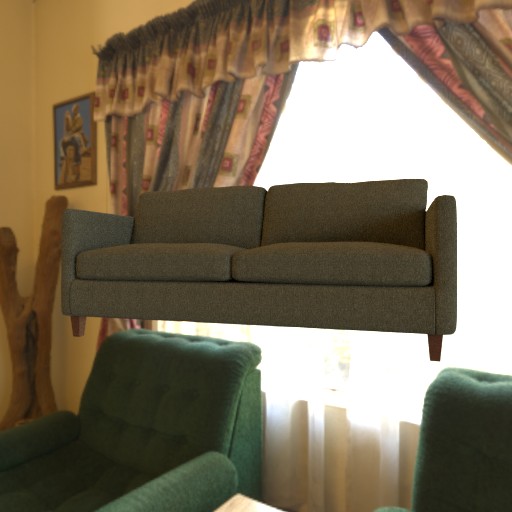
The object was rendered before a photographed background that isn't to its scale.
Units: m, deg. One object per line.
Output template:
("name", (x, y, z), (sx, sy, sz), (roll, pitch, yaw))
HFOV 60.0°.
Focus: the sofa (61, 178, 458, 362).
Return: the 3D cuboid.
("sofa", (0.000, 0.000, 2.753), (2.208, 0.965, 0.948), (0, 0, 18))
